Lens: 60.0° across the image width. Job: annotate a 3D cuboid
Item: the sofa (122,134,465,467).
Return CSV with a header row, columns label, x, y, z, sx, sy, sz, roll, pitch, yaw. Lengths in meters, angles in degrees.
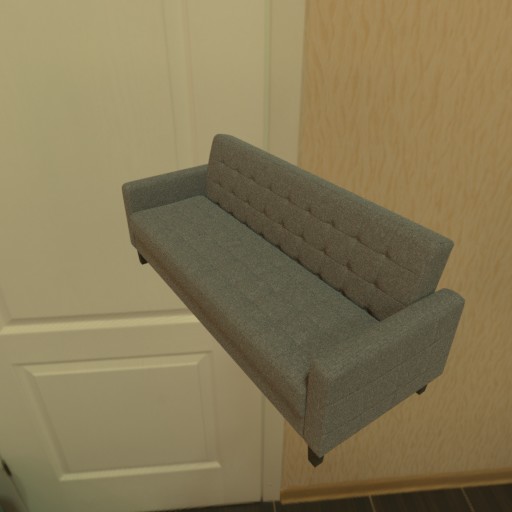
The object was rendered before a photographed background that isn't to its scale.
label,x,y,z,sx,sy,sz,roll,pitch,yaw
sofa,0.000,0.000,2.481,0.810,0.850,2.040,-20,37,-29
